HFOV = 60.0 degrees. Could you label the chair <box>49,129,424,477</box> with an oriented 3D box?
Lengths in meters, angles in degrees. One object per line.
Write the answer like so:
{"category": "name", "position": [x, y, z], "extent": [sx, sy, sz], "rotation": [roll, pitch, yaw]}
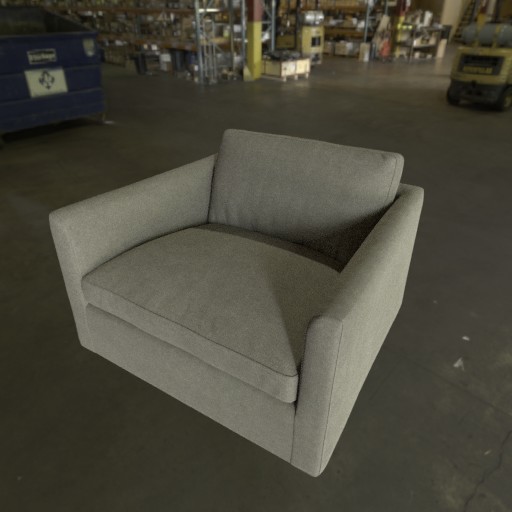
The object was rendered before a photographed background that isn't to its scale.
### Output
{"category": "chair", "position": [0.000, 0.000, 1.865], "extent": [1.190, 0.845, 1.091], "rotation": [18, 34, 28]}
